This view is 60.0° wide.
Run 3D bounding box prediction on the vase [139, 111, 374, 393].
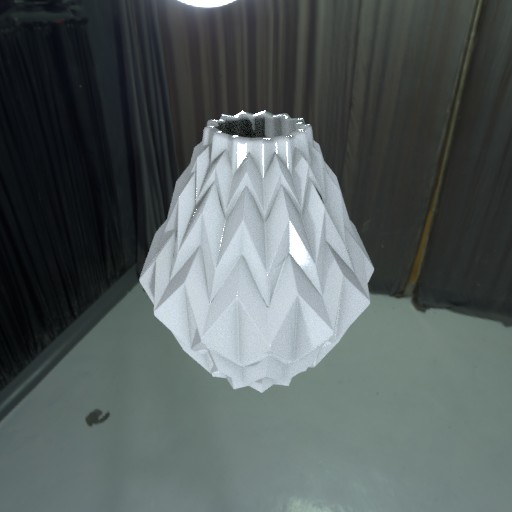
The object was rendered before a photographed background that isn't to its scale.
[{"bbox_3d":[0.000,0.000,0.312,0.164,0.185,0.164,0,32,0],"label":"vase"}]
